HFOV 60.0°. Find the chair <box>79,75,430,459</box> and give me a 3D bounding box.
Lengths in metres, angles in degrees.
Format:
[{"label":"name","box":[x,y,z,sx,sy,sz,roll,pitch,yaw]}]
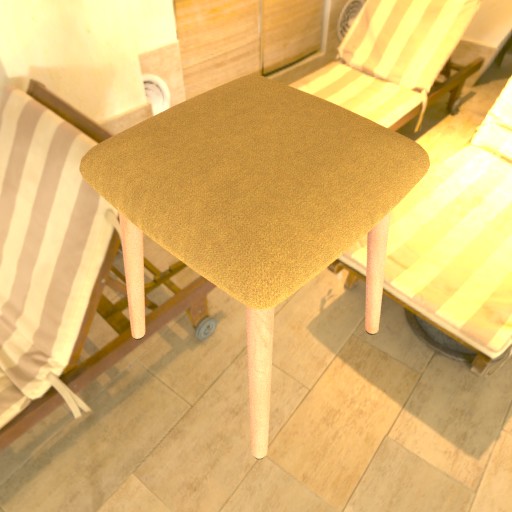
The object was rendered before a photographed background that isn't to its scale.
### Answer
[{"label":"chair","box":[0.000,0.000,0.702,0.350,0.440,0.350,35,56,28]}]
